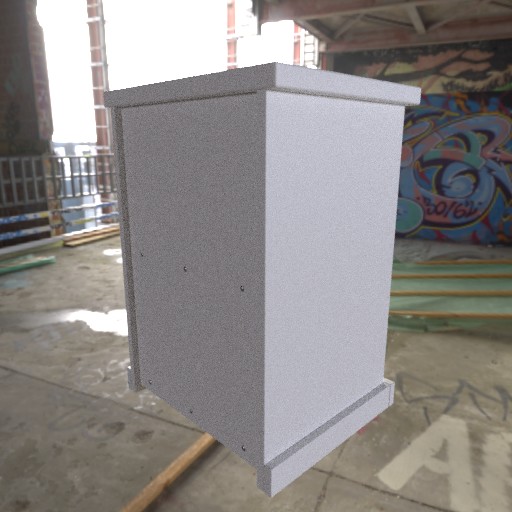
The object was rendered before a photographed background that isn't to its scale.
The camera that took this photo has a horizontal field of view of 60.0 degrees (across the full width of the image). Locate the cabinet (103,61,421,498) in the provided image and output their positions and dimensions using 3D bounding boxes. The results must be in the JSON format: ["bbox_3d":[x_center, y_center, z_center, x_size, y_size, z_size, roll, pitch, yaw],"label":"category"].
[{"bbox_3d":[0.000,0.000,1.021,0.431,0.723,0.520,-13,20,-42],"label":"cabinet"}]
